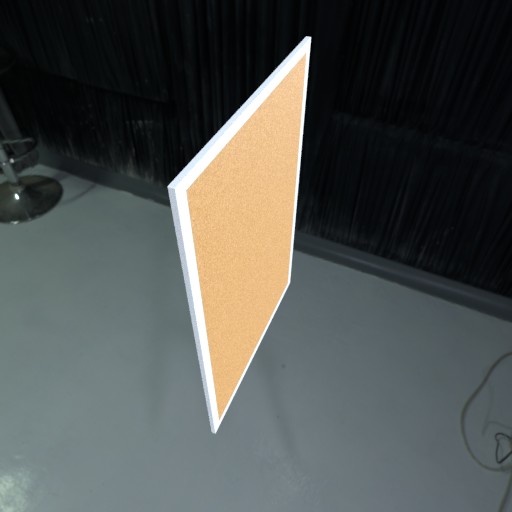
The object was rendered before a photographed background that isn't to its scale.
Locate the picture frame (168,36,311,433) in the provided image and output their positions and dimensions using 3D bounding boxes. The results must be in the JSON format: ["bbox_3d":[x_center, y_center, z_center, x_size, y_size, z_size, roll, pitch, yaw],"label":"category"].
[{"bbox_3d":[0.000,0.000,1.229,0.013,0.940,0.659,17,49,16],"label":"picture frame"}]
